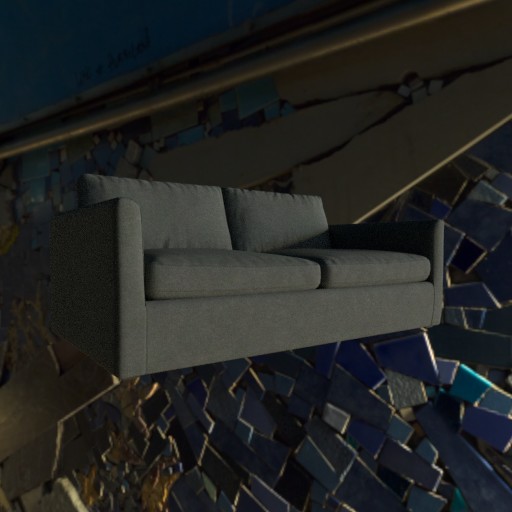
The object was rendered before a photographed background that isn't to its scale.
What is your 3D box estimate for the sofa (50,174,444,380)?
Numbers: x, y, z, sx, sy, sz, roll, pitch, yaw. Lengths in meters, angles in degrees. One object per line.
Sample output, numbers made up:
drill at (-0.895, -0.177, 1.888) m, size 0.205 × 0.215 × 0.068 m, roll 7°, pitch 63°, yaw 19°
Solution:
sofa at (0.000, 0.000, 2.443) m, size 1.909 × 0.845 × 1.091 m, roll -1°, pitch 1°, yaw -36°
